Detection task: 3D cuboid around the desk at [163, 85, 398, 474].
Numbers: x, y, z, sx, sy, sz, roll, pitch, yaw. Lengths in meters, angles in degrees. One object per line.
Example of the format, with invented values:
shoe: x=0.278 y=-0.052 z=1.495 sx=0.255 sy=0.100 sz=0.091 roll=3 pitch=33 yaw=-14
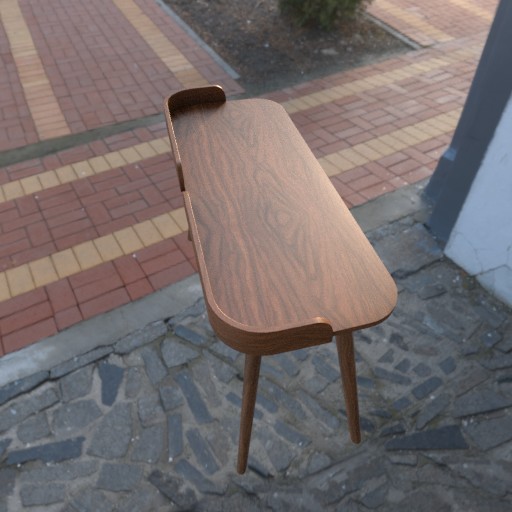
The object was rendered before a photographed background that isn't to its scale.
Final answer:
desk: x=0.000 y=0.000 z=1.687 sx=0.486 sy=0.800 sz=1.256 roll=-10 pitch=46 yaw=-10
